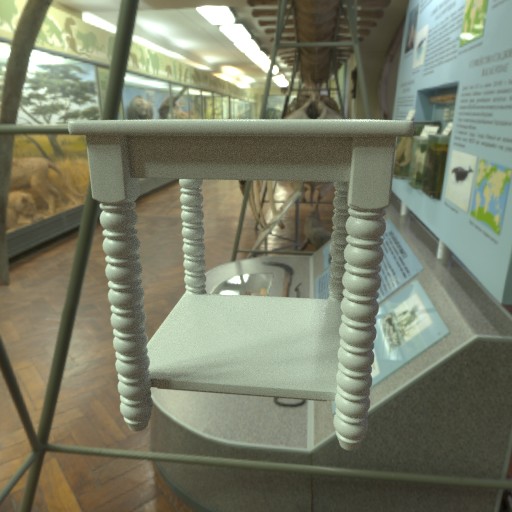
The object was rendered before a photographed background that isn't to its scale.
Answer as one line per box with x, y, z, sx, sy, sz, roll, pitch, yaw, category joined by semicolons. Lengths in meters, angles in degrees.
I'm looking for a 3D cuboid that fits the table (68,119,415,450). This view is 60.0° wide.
0.000;0.000;0.958;0.500;0.563;0.533;2;18;7;table
